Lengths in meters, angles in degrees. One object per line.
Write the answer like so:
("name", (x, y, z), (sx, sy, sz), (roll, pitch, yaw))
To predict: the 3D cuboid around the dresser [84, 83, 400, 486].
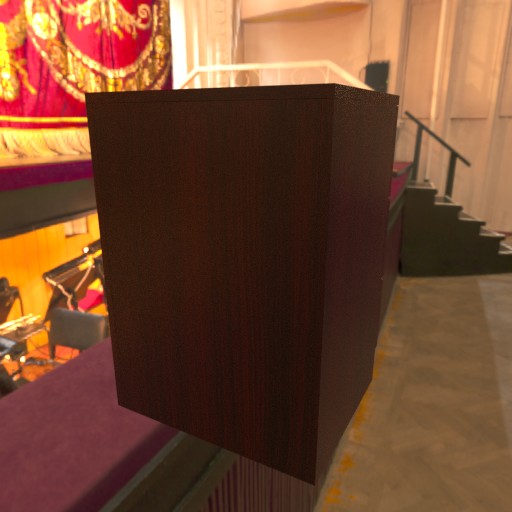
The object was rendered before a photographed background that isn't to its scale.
("dresser", (0.000, 0.000, 0.817), (0.400, 0.560, 0.360), (9, 20, 28))
